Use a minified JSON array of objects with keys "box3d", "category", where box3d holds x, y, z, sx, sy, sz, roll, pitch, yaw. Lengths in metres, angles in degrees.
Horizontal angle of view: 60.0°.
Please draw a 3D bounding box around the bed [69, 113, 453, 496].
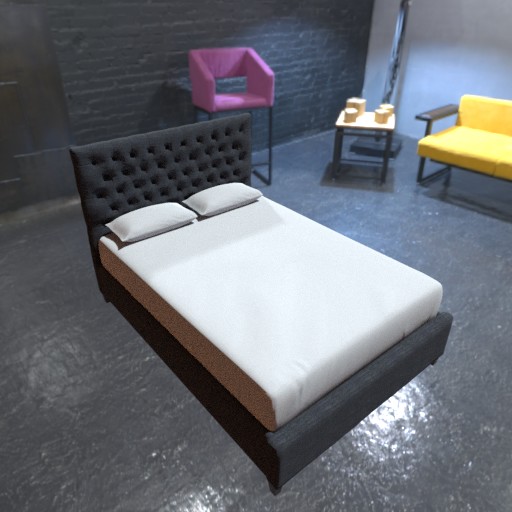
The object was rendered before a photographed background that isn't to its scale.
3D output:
[{"box3d":[0.000,0.000,3.311,1.698,1.427,2.387,-23,38,-33],"category":"bed"}]
